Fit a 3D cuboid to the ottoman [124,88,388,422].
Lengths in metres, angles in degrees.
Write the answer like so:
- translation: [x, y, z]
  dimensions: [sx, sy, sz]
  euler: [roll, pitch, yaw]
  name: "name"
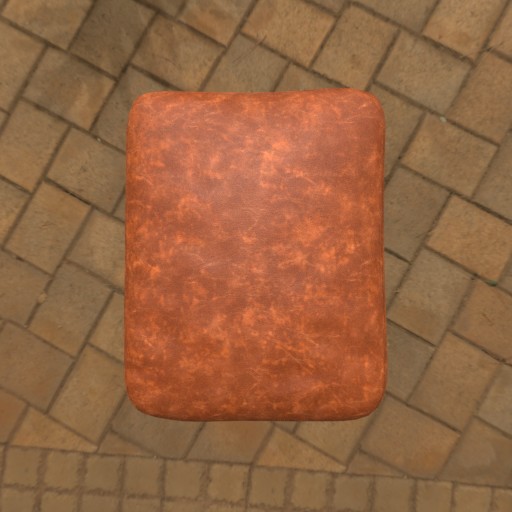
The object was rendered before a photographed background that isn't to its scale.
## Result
- translation: [0.000, 0.000, 1.264]
  dimensions: [0.657, 0.562, 0.832]
  euler: [0, 89, 0]
  name: "ottoman"
